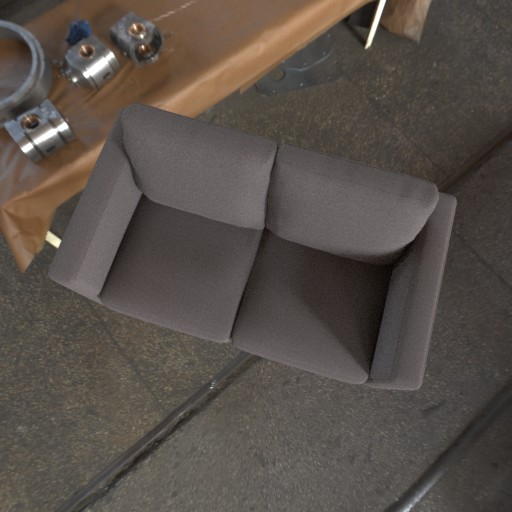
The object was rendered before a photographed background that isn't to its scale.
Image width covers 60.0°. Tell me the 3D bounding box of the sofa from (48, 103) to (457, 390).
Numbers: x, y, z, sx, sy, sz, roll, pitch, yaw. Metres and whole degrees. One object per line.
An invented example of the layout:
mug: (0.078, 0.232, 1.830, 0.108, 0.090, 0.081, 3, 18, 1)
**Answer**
sofa: (0.000, 0.000, 1.918, 1.430, 0.908, 0.796, 16, 75, 5)
